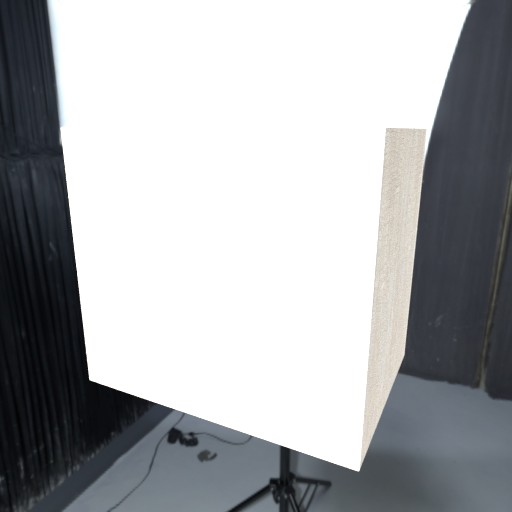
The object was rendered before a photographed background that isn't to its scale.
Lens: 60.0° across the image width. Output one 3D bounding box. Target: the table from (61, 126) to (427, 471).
[{"bbox_3d":[0.000,0.000,0.915,0.570,0.510,0.420,8,18,26],"label":"table"}]
